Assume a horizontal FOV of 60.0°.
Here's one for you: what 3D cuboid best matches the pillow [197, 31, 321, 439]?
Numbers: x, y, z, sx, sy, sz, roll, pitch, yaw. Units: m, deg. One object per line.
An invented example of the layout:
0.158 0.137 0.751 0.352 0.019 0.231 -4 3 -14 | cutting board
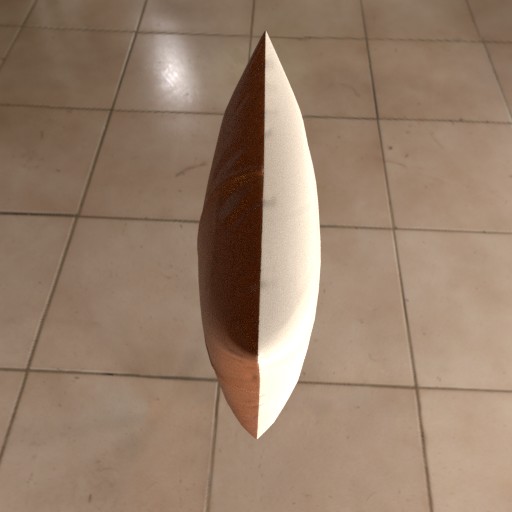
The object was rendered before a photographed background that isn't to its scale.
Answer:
0.000 0.000 0.732 0.192 0.477 0.501 1 59 1 | pillow
